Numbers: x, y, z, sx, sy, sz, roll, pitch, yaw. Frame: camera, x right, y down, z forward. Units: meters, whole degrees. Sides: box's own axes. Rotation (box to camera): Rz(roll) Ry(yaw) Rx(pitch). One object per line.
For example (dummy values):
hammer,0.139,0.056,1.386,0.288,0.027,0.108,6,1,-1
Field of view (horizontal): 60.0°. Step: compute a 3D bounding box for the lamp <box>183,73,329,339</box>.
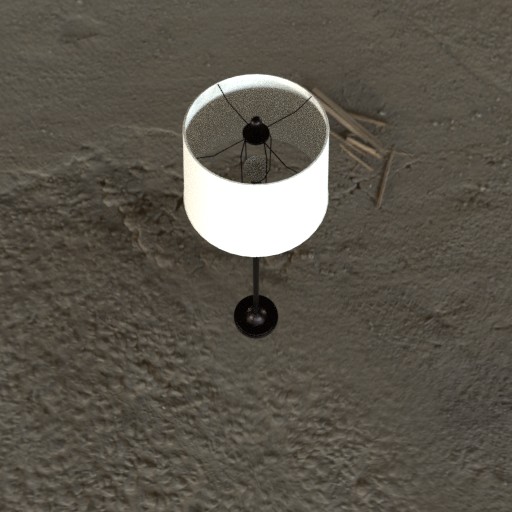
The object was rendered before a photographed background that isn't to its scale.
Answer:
lamp,0.000,0.000,1.712,0.431,1.484,0.431,0,64,0
